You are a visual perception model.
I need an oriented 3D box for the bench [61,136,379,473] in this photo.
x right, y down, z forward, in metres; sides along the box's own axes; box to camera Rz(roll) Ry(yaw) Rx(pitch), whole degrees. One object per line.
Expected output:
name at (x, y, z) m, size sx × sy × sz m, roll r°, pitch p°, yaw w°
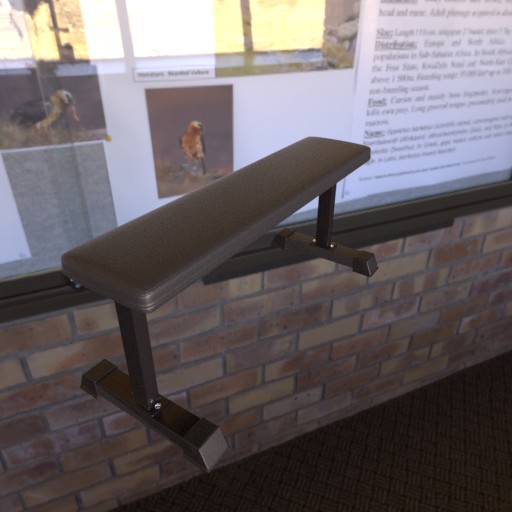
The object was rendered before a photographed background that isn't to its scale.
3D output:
bench at (0.000, 0.000, 1.310) m, size 0.439 × 0.453 × 1.072 m, roll 19°, pitch 35°, yaw 29°
